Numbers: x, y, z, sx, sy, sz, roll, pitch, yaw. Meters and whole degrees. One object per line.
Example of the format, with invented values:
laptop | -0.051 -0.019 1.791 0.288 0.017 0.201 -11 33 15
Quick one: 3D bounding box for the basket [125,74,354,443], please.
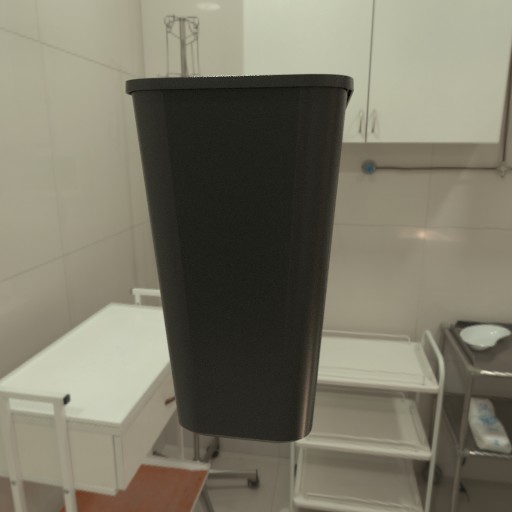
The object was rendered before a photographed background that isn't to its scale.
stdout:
basket | 0.000 0.000 0.756 0.287 0.521 0.394 2 14 9
